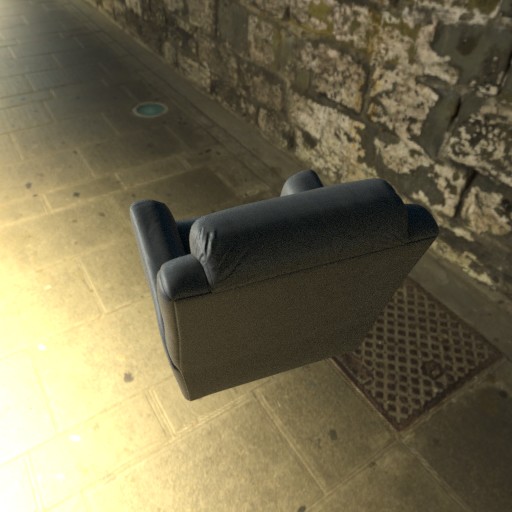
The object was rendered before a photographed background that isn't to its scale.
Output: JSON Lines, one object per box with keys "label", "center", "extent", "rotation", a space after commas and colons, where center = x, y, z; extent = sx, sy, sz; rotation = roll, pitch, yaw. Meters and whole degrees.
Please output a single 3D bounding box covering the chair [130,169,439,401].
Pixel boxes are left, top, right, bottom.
{"label": "chair", "center": [0.000, 0.000, 1.932], "extent": [0.965, 1.116, 1.068], "rotation": [-13, 44, -14]}
